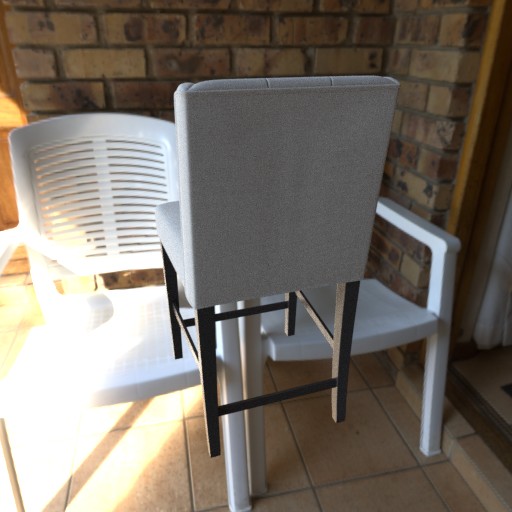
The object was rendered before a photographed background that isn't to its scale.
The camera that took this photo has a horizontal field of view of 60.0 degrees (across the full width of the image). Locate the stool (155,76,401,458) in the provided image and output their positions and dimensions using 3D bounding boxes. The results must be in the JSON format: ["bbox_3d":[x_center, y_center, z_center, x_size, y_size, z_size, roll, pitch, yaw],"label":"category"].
[{"bbox_3d":[0.000,0.000,1.210,0.474,0.939,0.509,-8,27,-17],"label":"stool"}]
